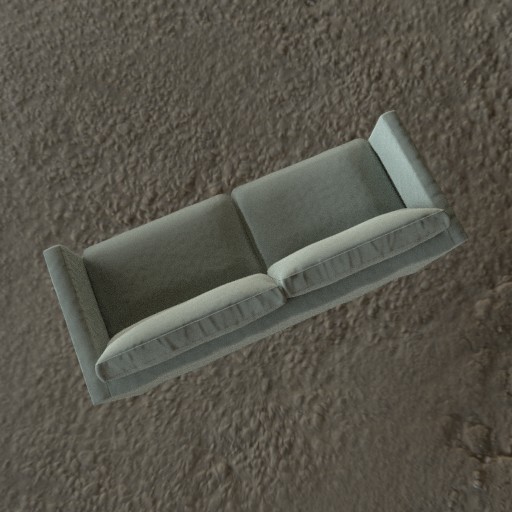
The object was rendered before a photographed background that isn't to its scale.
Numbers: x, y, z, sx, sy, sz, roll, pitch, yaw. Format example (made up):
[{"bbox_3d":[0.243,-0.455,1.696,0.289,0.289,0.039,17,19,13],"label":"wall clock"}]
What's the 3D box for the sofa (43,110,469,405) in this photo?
[{"bbox_3d":[0.000,0.000,2.818,2.312,0.853,0.962,-23,77,-6],"label":"sofa"}]
